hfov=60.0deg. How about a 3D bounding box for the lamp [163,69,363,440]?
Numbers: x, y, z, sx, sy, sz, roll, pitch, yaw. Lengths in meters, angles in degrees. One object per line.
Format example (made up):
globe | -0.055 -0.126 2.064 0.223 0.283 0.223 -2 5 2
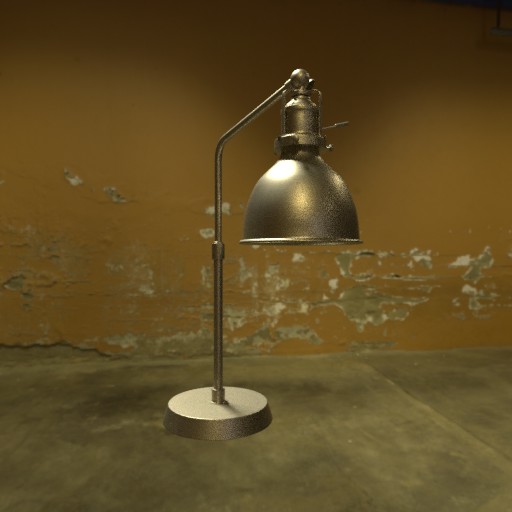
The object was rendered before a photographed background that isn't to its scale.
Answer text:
lamp | 0.000 0.000 0.584 0.286 0.456 0.153 0 0 37
